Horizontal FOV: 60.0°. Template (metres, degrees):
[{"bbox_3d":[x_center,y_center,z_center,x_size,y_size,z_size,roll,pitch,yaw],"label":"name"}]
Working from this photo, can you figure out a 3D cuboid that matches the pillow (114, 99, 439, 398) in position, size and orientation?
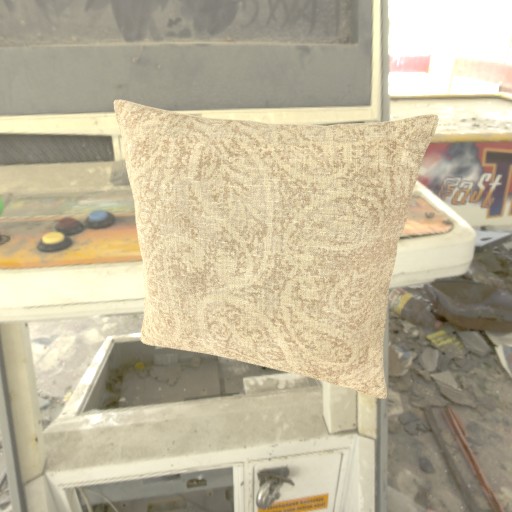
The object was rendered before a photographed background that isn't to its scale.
[{"bbox_3d":[0.000,0.000,0.789,0.523,0.510,0.166,8,28,16],"label":"pillow"}]
